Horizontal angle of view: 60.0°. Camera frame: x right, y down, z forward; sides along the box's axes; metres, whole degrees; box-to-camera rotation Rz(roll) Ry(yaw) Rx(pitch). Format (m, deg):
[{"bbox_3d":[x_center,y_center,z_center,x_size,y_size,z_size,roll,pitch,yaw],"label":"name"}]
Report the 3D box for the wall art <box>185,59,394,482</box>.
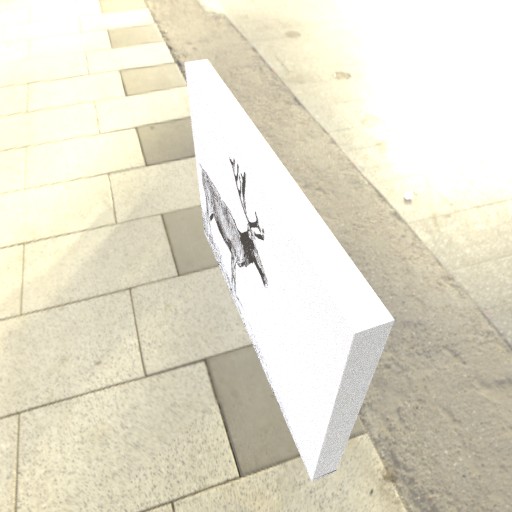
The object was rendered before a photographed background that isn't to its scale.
[{"bbox_3d":[0.000,0.000,0.745,0.042,0.414,0.608,-15,48,-14],"label":"wall art"}]
